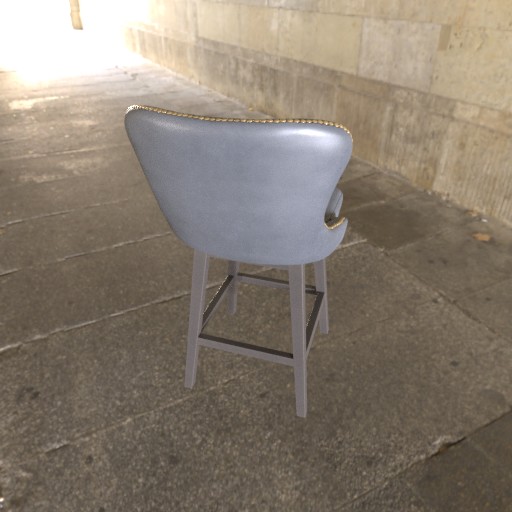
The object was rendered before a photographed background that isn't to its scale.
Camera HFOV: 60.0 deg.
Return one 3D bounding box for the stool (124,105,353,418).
[{"bbox_3d":[0.000,0.000,1.344,0.528,0.971,0.593,10,33,15],"label":"stool"}]
